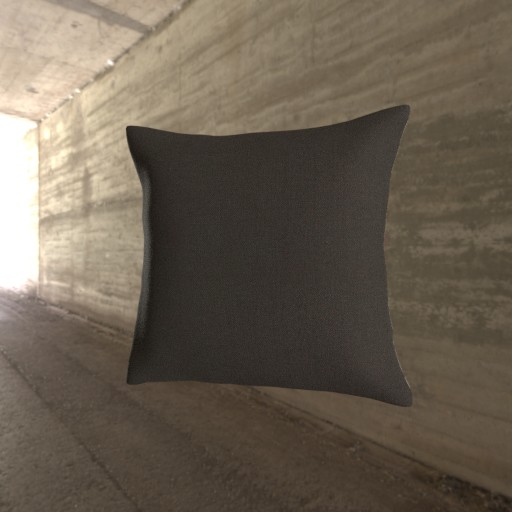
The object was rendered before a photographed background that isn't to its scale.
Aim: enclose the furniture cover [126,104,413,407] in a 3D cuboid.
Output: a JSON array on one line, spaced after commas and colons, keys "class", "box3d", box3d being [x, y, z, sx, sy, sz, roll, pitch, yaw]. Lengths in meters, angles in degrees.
[{"class": "furniture cover", "box3d": [0.000, 0.000, 0.785, 0.525, 0.498, 0.180, 0, 0, 16]}]
